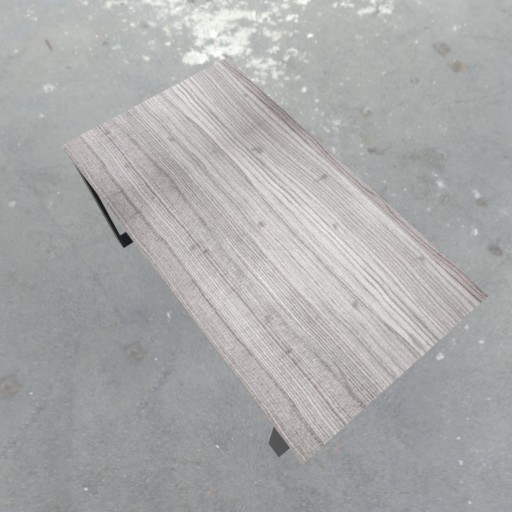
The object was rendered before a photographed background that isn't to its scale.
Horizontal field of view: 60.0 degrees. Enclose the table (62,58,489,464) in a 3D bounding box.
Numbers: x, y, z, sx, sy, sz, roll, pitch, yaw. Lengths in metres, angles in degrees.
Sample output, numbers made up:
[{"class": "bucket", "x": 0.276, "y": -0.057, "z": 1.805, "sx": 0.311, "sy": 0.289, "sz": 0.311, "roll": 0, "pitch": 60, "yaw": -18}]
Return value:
[{"class": "table", "x": 0.000, "y": 0.000, "z": 2.073, "sx": 0.881, "sy": 0.736, "sz": 1.579, "roll": -35, "pitch": 68, "yaw": -16}]
